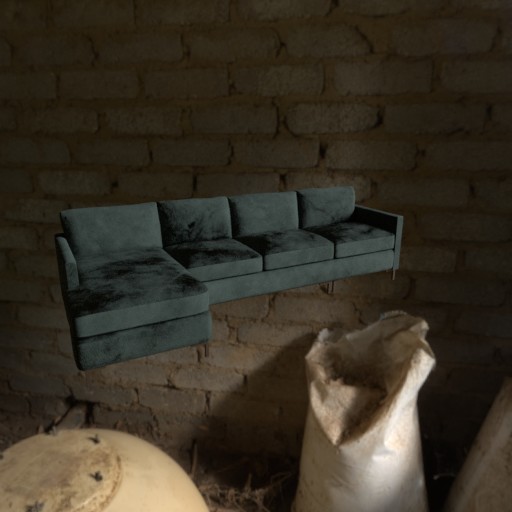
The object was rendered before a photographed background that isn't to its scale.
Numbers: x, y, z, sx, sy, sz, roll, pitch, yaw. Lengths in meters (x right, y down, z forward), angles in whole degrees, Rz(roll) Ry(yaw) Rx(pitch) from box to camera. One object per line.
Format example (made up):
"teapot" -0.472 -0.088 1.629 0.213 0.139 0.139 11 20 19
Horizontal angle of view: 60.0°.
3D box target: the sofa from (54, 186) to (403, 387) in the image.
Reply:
"sofa" 0.000 0.000 4.149 3.400 0.967 1.500 -9 19 -26
